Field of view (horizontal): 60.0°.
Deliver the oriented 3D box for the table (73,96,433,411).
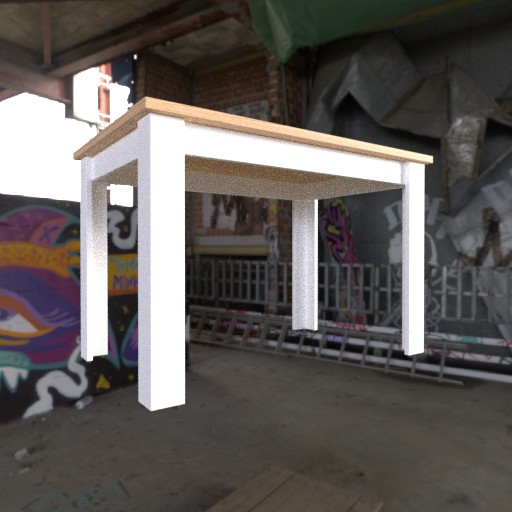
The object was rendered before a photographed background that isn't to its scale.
[{"bbox_3d":[0.000,0.000,1.606,1.100,0.734,0.700,0,1,-35],"label":"table"}]
